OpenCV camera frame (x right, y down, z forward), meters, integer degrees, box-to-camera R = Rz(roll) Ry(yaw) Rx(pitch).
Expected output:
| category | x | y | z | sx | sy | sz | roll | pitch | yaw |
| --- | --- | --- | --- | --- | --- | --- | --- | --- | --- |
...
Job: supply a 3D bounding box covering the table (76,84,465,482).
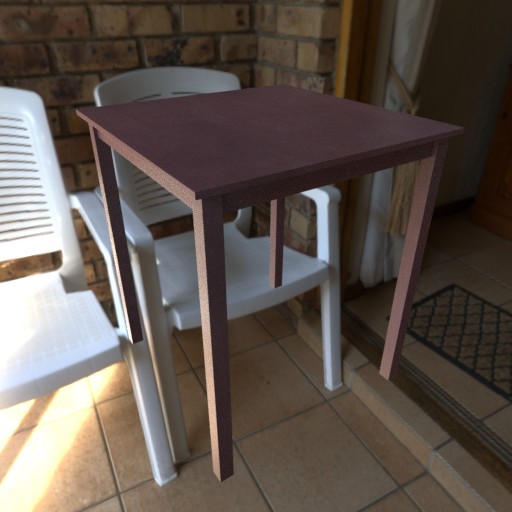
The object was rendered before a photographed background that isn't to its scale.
| category | x | y | z | sx | sy | sz | roll | pitch | yaw |
| --- | --- | --- | --- | --- | --- | --- | --- | --- | --- |
| table | 0.000 | 0.000 | 1.620 | 0.861 | 0.991 | 0.861 | -19 | 35 | -29 |
